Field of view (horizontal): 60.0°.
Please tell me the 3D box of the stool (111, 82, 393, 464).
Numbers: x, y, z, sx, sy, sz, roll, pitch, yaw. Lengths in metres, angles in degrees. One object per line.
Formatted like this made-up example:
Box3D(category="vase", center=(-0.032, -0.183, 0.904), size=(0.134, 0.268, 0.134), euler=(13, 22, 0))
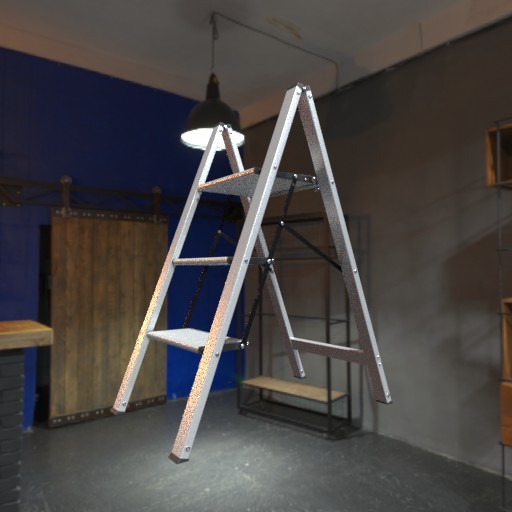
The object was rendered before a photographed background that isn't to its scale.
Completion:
Box3D(category="stool", center=(0.000, 0.000, 1.338), size=(0.730, 0.902, 0.441), euler=(1, -2, -36))
